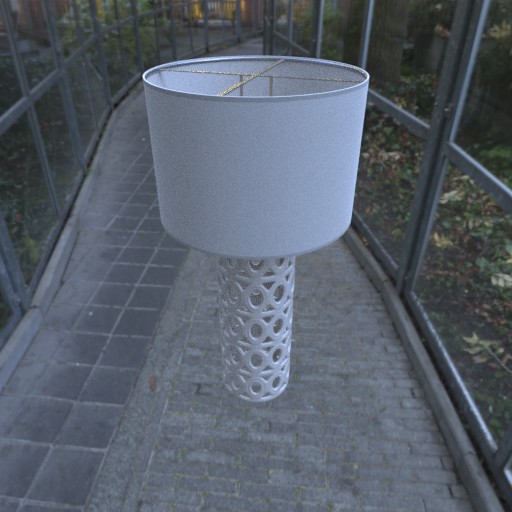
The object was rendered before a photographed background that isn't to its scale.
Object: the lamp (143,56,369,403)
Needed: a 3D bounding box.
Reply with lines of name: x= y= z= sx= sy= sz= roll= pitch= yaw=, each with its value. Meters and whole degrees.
lamp: x=0.000 y=0.000 z=0.818 sx=0.325 sy=0.636 sz=0.324 roll=10 pitch=33 yaw=15
